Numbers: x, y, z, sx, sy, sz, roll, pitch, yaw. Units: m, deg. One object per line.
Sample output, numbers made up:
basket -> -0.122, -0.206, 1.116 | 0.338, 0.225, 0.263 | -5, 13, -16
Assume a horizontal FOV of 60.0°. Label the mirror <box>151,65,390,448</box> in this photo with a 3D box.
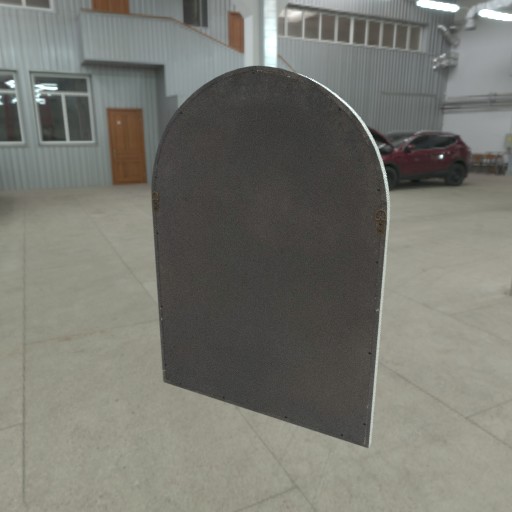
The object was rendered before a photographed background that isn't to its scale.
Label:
mirror -> 0.000, 0.000, 1.160 | 0.660, 0.920, 0.032 | 8, 18, 27
